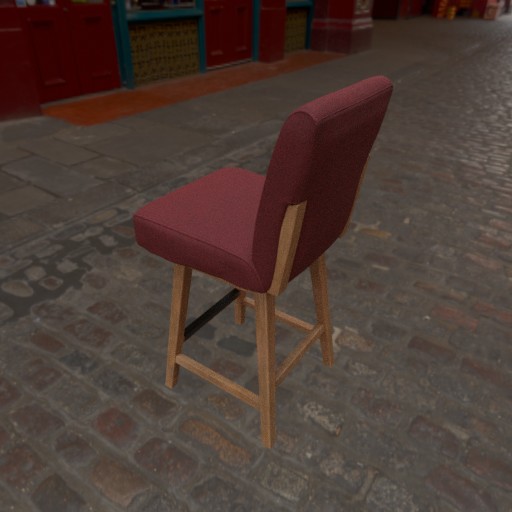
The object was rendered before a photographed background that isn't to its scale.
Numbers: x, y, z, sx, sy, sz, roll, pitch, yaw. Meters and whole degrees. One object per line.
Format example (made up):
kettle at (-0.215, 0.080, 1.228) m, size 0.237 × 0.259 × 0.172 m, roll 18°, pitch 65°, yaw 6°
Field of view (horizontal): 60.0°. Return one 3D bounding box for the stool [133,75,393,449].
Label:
stool at (0.000, 0.000, 1.348) m, size 0.562 × 1.038 × 0.468 m, roll 20°, pitch 38°, yaw 29°
